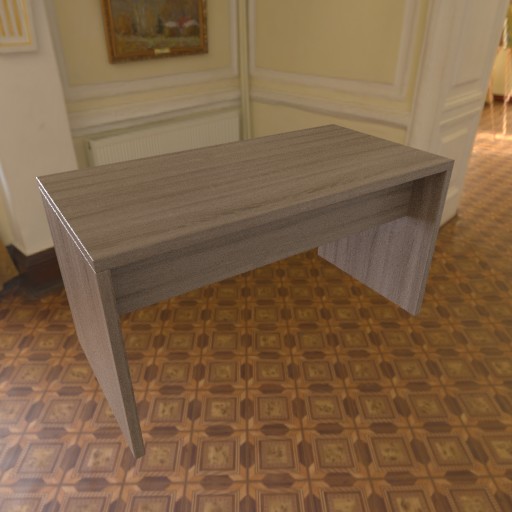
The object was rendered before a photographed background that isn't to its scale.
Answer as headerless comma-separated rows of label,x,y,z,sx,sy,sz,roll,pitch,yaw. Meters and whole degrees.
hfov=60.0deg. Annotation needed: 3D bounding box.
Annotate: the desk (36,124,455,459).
desk,0.000,0.000,1.811,1.380,0.745,0.690,-18,35,-29
